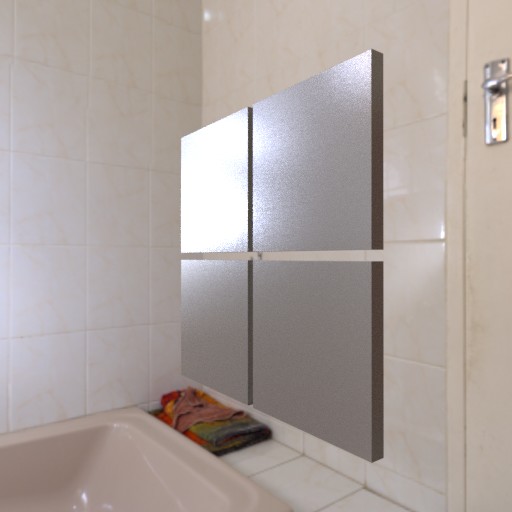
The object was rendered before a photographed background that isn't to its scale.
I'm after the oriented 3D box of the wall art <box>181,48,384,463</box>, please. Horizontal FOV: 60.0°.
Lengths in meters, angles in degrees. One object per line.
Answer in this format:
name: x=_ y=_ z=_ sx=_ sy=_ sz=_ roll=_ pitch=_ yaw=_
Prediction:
wall art: x=0.000 y=0.000 z=0.908 sx=0.029 sy=0.611 sz=0.611 roll=0 pitch=0 yaw=-37
